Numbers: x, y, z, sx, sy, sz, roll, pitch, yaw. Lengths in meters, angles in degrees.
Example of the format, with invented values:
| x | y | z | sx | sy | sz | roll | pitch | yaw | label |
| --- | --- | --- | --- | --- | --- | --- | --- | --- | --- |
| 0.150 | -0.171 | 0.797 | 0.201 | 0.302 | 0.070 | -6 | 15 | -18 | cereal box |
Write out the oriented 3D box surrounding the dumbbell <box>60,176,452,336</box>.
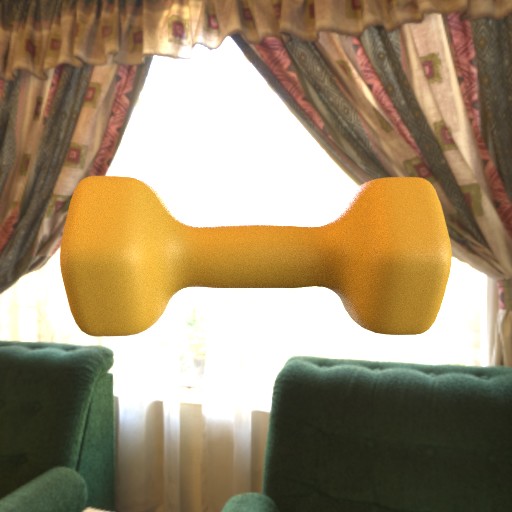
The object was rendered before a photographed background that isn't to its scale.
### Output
| x | y | z | sx | sy | sz | roll | pitch | yaw | label |
| --- | --- | --- | --- | --- | --- | --- | --- | --- | --- |
| 0.000 | 0.000 | 0.240 | 0.190 | 0.082 | 0.090 | 0 | 1 | -1 | dumbbell |
